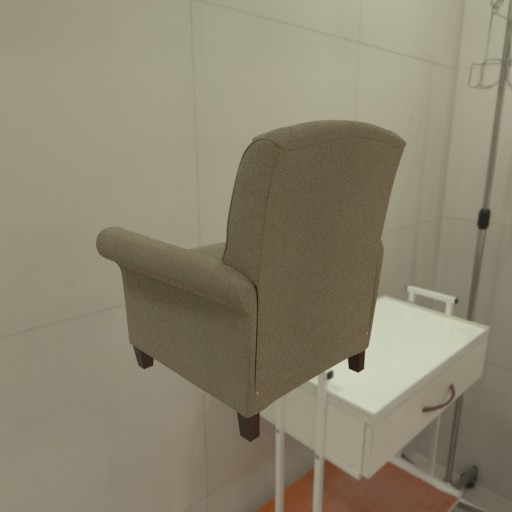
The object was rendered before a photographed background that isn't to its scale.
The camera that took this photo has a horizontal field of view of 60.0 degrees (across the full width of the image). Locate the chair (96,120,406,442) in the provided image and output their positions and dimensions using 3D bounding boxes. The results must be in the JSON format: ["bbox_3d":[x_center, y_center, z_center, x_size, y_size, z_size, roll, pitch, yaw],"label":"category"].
[{"bbox_3d":[0.000,0.000,1.848,0.978,1.061,0.905,-14,20,-43],"label":"chair"}]
